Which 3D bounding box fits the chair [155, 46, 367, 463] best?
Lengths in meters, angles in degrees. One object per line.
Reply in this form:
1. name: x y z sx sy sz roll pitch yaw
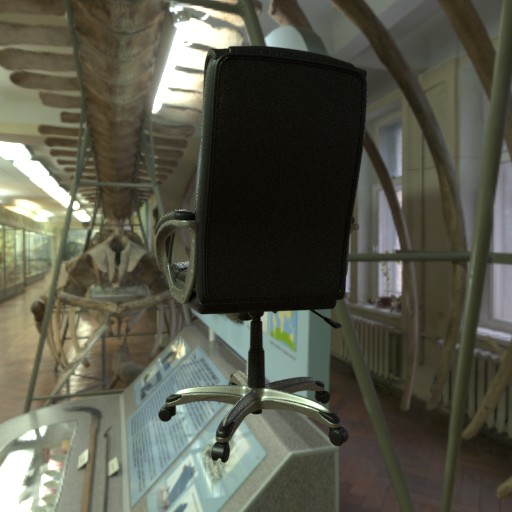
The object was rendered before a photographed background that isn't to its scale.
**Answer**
1. chair: 0.000 0.000 1.554 0.663 1.155 0.739 0 1 -17
